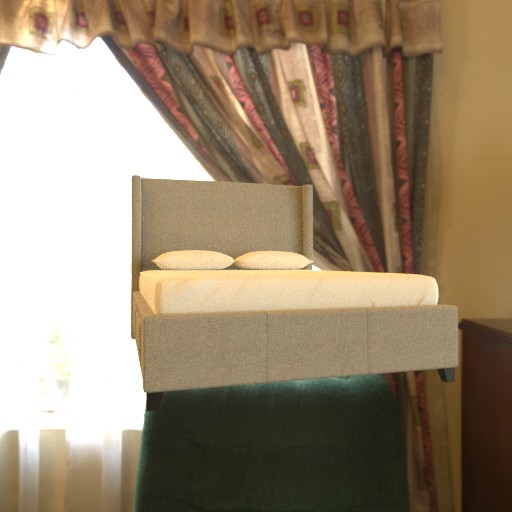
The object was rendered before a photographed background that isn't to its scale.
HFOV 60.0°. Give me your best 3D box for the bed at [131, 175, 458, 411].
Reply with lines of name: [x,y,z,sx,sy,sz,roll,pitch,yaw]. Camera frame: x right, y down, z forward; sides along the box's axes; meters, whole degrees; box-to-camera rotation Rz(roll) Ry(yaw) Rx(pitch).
bed: [0.000,0.000,3.351,1.774,1.491,2.222,0,-1,-17]
